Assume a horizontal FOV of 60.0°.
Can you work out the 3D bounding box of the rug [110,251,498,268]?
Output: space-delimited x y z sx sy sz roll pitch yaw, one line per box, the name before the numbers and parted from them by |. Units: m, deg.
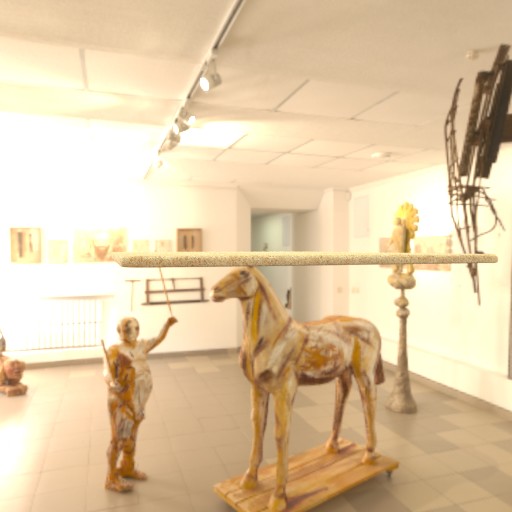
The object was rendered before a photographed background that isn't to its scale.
rug | 0.000 0.000 3.274 2.009 0.048 2.528 0 1 -19
